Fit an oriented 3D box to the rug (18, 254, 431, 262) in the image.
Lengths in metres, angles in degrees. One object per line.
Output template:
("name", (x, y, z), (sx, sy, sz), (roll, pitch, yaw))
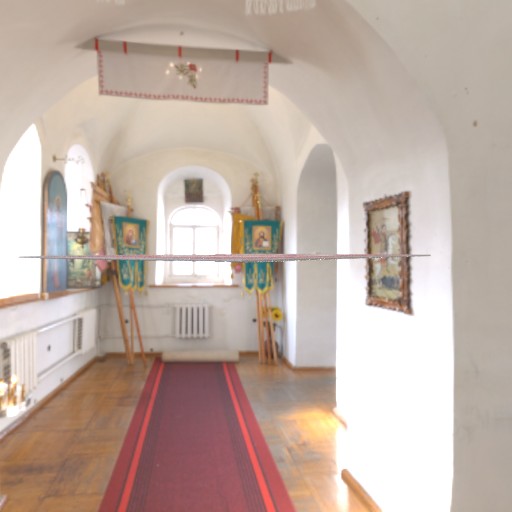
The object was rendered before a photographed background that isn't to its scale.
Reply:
("rug", (0.000, 0.000, 2.818), (1.555, 0.011, 2.232), (1, 1, 36))
